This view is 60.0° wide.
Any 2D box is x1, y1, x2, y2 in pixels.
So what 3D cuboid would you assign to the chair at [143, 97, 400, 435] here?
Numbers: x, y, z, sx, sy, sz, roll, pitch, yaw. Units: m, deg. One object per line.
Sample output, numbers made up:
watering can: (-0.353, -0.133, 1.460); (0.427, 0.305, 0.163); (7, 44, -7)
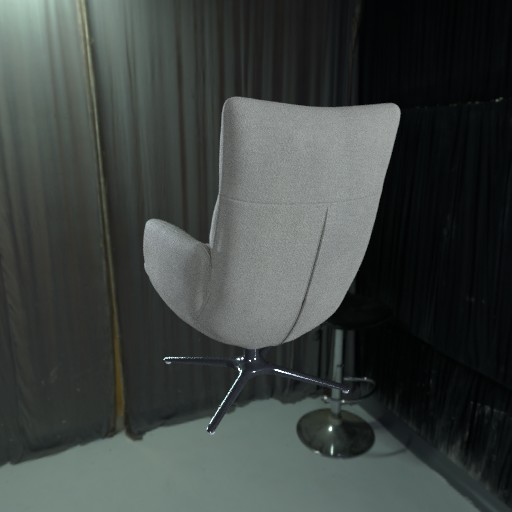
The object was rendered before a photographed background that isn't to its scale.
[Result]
chair: (0.000, 0.000, 1.604); (0.711, 1.016, 0.889); (-7, 17, -26)
